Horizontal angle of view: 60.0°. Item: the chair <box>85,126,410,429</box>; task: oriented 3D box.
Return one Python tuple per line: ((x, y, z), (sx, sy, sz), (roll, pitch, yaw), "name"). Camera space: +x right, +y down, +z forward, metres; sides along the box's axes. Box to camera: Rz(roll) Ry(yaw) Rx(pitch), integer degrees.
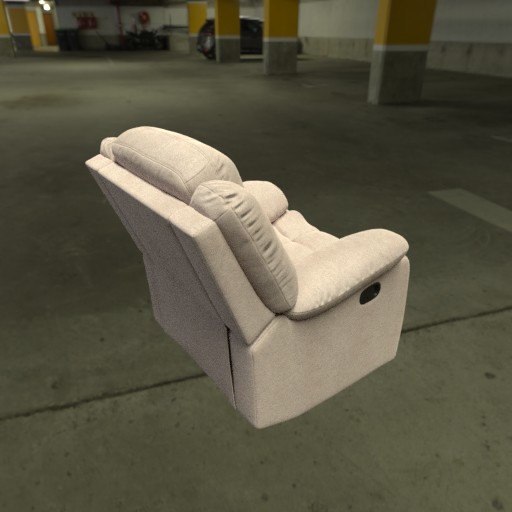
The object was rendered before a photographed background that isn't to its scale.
((0.000, 0.000, 1.712), (0.944, 1.008, 0.899), (-18, 32, -32), "chair")
